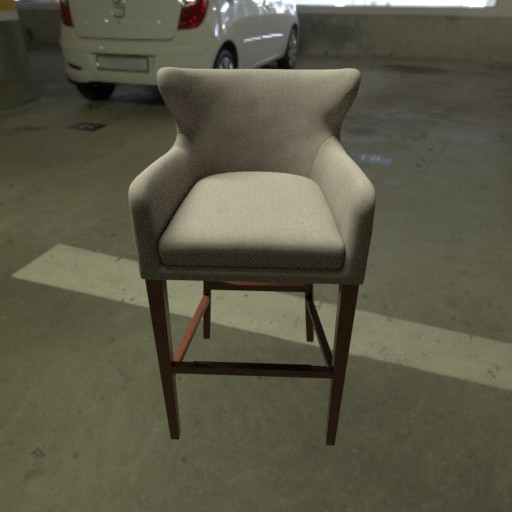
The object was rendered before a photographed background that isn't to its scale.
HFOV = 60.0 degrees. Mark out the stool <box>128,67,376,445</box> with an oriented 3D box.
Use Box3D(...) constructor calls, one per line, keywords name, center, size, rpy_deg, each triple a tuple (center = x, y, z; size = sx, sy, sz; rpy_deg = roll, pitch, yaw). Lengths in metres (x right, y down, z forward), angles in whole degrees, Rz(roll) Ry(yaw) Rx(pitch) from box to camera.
Box3D(name="stool", center=(0.000, 0.000, 1.380), size=(0.575, 1.047, 0.575), rpy_deg=(1, 31, 2))
